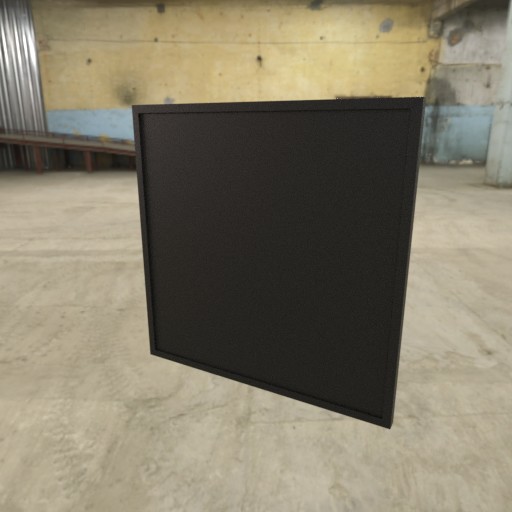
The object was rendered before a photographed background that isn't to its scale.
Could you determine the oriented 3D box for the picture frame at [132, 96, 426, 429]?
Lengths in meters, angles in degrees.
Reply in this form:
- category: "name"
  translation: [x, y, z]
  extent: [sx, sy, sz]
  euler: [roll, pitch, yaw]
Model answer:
- category: "picture frame"
  translation: [0.000, 0.000, 1.178]
  extent: [0.775, 0.775, 0.032]
  euler: [9, 19, 28]
